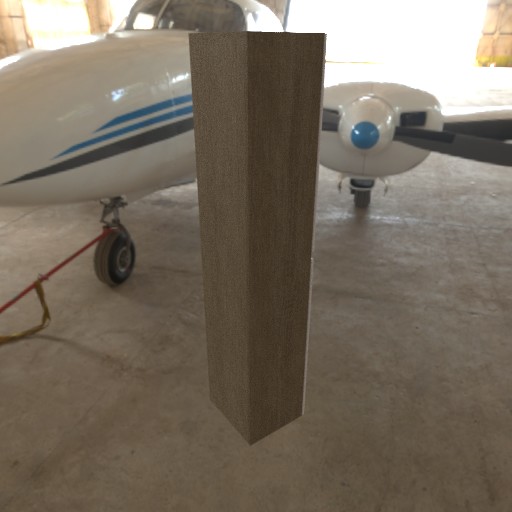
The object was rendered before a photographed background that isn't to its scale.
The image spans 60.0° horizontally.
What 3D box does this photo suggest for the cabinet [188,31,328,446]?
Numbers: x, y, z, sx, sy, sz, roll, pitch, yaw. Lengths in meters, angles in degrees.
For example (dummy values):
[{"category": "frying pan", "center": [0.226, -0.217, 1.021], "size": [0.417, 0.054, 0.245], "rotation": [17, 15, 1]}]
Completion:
[{"category": "cabinet", "center": [0.000, 0.000, 1.556], "size": [0.270, 1.400, 0.300], "rotation": [-17, 31, -32]}]
